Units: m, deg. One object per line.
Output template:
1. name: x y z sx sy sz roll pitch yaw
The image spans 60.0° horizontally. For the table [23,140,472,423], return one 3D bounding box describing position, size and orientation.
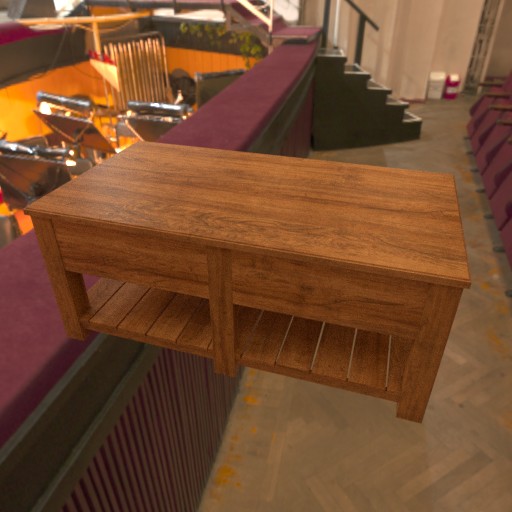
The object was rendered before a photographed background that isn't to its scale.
1. table: 0.000 0.000 1.459 1.150 0.480 0.635 10 34 15
